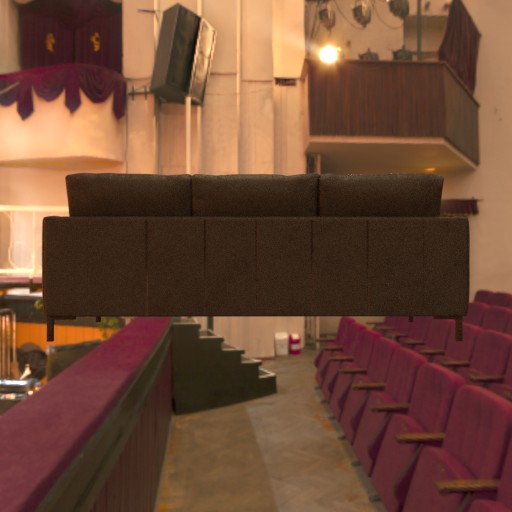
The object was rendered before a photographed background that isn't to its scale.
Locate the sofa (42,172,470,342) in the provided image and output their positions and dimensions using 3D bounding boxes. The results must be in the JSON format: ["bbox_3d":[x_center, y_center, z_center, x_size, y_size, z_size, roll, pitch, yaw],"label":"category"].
[{"bbox_3d":[0.000,0.000,2.431,2.029,0.805,0.748,0,-1,0],"label":"sofa"}]
